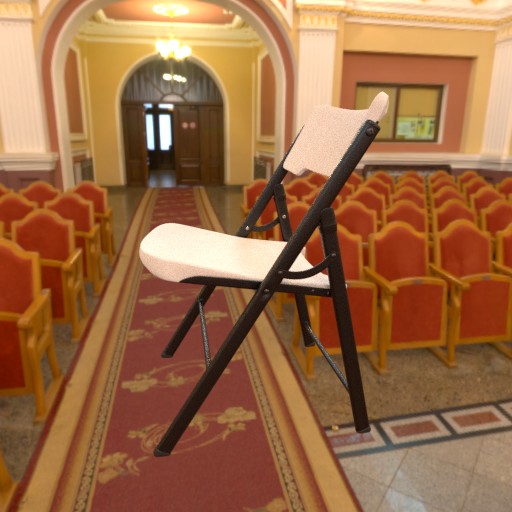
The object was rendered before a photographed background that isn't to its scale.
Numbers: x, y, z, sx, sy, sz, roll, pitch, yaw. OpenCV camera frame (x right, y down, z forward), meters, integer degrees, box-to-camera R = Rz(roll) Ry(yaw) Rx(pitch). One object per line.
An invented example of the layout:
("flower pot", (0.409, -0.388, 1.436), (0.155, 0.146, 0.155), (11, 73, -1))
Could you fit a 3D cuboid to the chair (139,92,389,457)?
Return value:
("chair", (0.000, 0.000, 1.137), (0.577, 0.765, 0.482), (-3, 16, -9))
